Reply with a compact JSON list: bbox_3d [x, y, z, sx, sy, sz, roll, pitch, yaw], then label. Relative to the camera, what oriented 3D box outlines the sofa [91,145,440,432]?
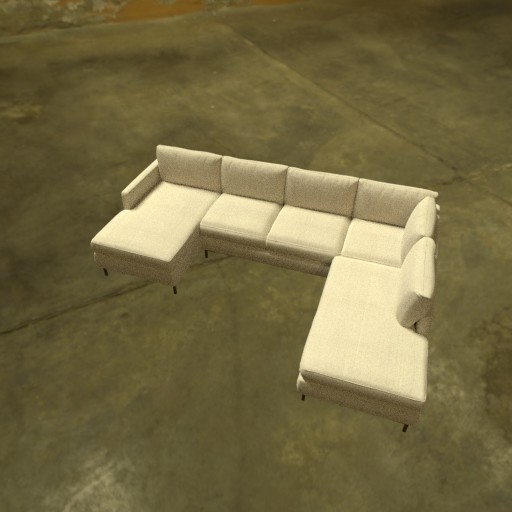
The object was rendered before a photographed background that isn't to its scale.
[{"bbox_3d":[0.000,0.000,3.556,2.737,0.756,1.879,13,43,14],"label":"sofa"}]
